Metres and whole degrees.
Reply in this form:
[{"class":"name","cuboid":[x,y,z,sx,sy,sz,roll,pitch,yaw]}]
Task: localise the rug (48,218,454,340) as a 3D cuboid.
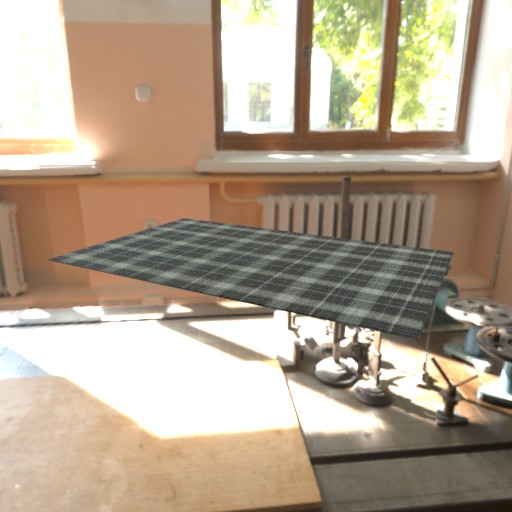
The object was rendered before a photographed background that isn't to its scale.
[{"class":"rug","cuboid":[0.000,0.000,3.119,2.434,0.015,1.520,9,19,27]}]
